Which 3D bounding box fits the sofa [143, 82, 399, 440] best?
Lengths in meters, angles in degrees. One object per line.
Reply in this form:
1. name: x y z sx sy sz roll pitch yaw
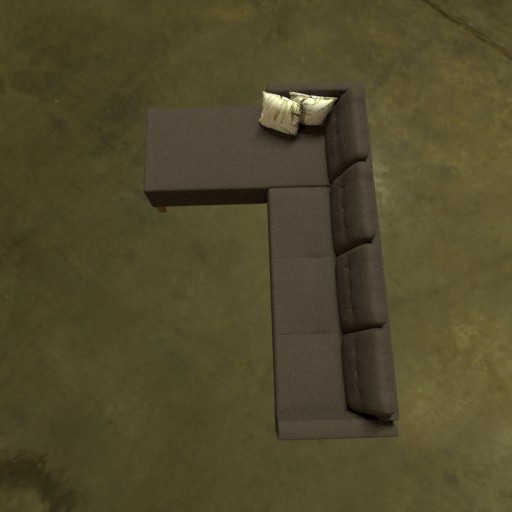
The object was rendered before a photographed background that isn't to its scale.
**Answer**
1. sofa: 0.000 0.000 3.503 1.829 0.932 2.679 -2 75 0
